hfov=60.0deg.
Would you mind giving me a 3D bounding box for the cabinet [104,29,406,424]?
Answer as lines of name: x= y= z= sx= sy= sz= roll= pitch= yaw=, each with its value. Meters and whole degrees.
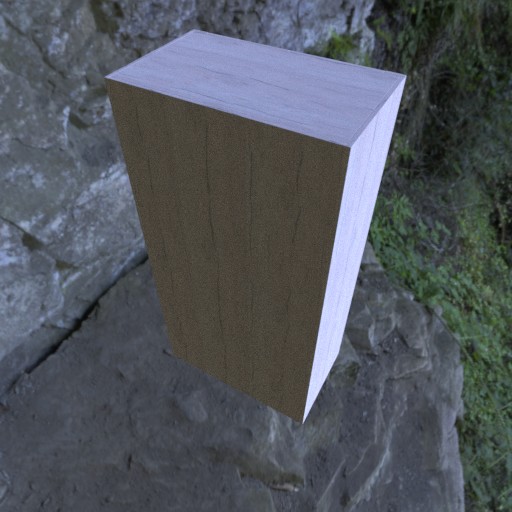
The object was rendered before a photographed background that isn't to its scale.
cabinet: x=0.000 y=0.000 z=2.352 sx=0.980 sy=1.930 sz=0.580 roll=22 pitch=50 yaw=20
